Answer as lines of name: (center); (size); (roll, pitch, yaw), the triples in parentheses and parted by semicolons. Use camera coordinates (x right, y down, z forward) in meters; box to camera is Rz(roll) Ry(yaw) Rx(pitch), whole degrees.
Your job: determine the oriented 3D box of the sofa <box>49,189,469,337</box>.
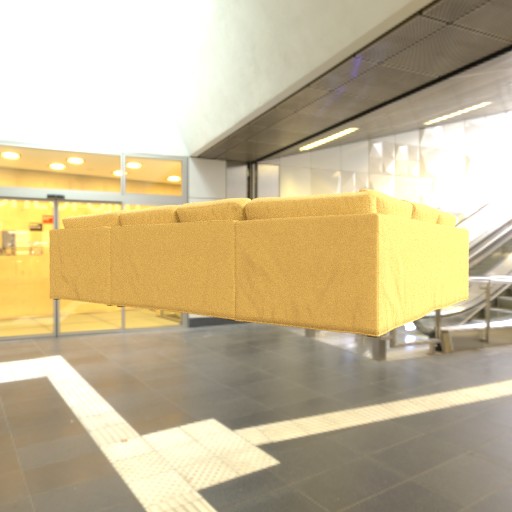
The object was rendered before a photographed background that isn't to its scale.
sofa: (0.000, 0.000, 4.427); (3.460, 0.882, 2.427); (0, 1, 36)
